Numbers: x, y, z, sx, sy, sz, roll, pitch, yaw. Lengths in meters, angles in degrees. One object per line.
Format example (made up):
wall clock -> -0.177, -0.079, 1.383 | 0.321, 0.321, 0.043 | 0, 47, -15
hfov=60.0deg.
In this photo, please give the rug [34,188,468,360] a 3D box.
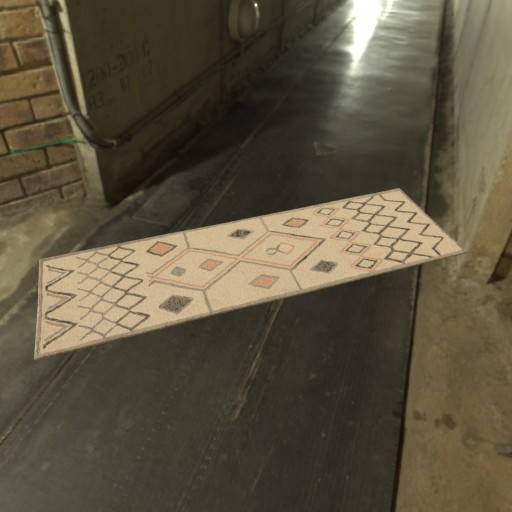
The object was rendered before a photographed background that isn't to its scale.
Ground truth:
rug -> 0.000, 0.000, 2.632 | 2.435, 0.011, 0.750 | -12, 42, -14
